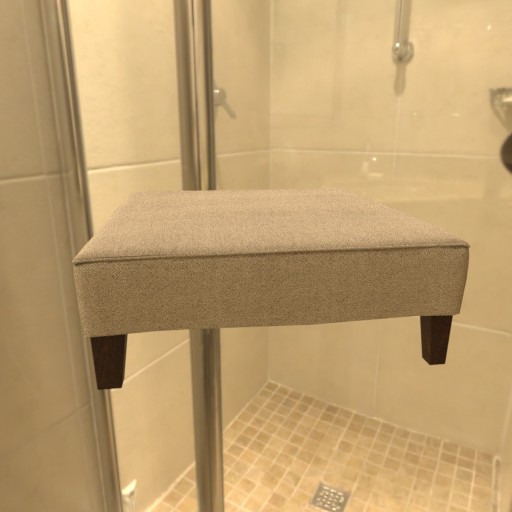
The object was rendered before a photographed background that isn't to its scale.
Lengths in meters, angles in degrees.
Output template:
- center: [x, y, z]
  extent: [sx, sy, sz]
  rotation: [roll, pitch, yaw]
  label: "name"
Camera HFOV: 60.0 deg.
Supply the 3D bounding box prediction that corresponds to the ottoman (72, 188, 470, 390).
- center: [0.000, 0.000, 1.546]
  extent: [0.973, 0.381, 0.982]
  rotation: [-2, 17, -7]
  label: "ottoman"
